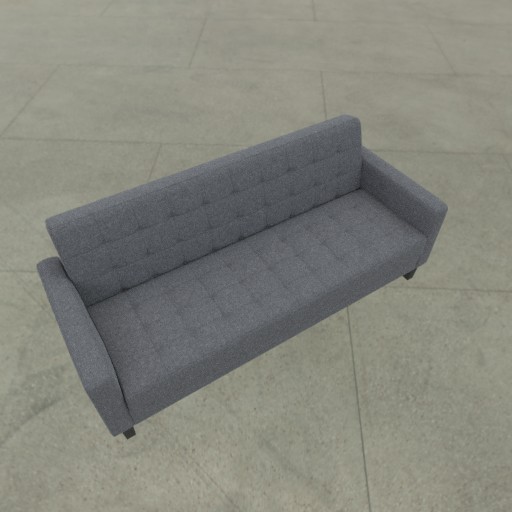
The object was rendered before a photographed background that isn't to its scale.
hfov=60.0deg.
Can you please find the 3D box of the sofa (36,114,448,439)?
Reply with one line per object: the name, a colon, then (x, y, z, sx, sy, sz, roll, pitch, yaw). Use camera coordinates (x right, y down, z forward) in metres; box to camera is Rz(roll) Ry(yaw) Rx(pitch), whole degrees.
sofa: (0.000, 0.000, 2.394, 2.040, 0.850, 0.810, -25, 51, -22)
